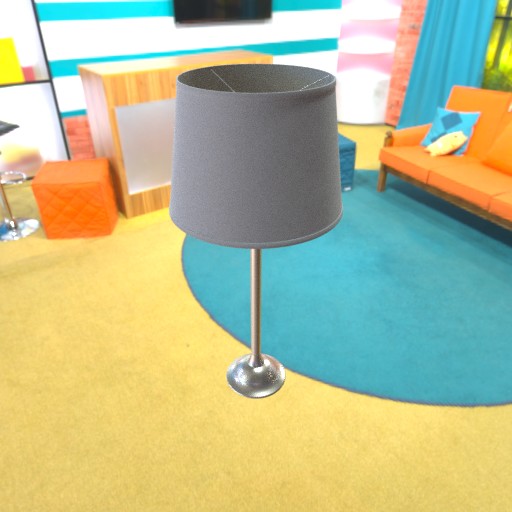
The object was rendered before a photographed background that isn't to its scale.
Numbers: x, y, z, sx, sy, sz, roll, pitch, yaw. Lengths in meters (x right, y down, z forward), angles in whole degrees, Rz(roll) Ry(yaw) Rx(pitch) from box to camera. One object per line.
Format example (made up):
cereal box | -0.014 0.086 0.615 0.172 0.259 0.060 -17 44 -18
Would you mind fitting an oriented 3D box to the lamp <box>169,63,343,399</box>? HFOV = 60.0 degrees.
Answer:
lamp | 0.000 0.000 0.915 0.331 0.698 0.331 0 32 0
